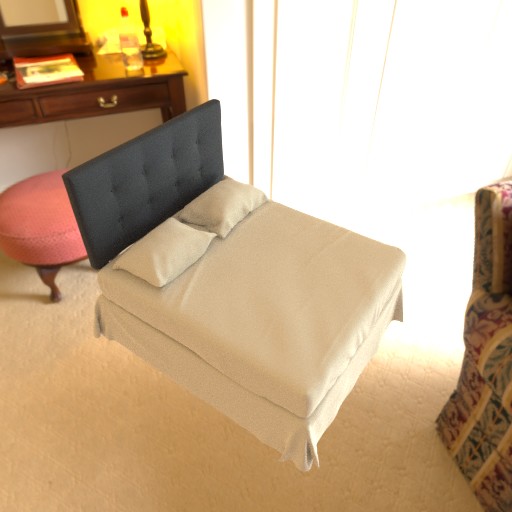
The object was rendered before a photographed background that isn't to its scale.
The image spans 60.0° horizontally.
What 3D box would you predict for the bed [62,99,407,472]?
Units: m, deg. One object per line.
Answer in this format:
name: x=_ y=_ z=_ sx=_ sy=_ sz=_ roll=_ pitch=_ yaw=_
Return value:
bed: x=0.000 y=0.000 z=3.520 sx=2.222 sy=1.577 sz=1.936 roll=25 pitch=47 yaw=26
